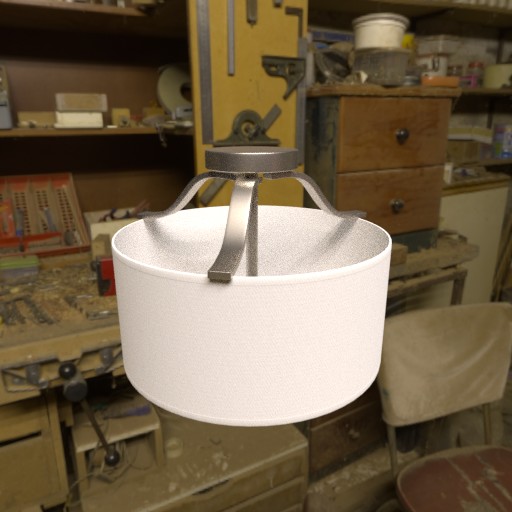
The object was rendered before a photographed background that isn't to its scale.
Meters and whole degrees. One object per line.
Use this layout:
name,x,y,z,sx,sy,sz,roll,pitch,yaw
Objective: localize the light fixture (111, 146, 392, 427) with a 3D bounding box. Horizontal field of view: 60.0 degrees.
light fixture,0.000,0.000,0.645,0.395,0.304,0.395,0,17,0
